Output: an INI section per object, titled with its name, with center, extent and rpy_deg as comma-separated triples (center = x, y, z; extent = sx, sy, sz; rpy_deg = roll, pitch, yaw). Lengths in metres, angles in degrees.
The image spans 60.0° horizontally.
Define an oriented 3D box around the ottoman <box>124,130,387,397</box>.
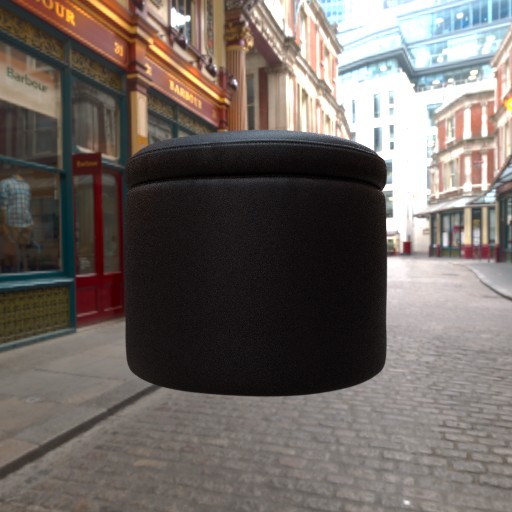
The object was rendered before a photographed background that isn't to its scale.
[ottoman]
center = 0.000, 0.000, 0.883
extent = 0.501, 0.409, 0.501
rpy_deg = 0, 1, 0
